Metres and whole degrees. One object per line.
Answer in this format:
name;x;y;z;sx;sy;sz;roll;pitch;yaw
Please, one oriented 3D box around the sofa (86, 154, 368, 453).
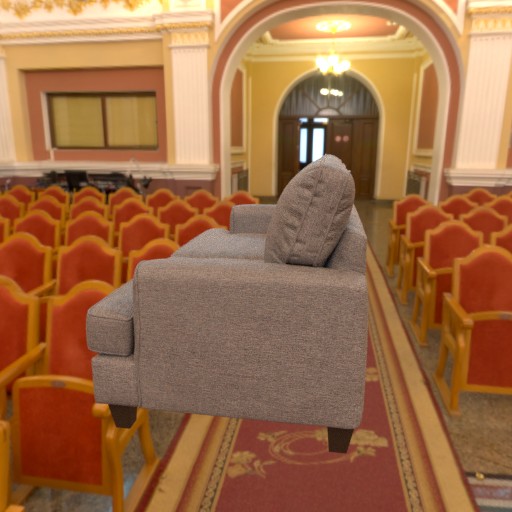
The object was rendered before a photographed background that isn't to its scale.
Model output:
sofa;0.000;0.000;2.183;0.965;0.965;1.651;2;14;9
